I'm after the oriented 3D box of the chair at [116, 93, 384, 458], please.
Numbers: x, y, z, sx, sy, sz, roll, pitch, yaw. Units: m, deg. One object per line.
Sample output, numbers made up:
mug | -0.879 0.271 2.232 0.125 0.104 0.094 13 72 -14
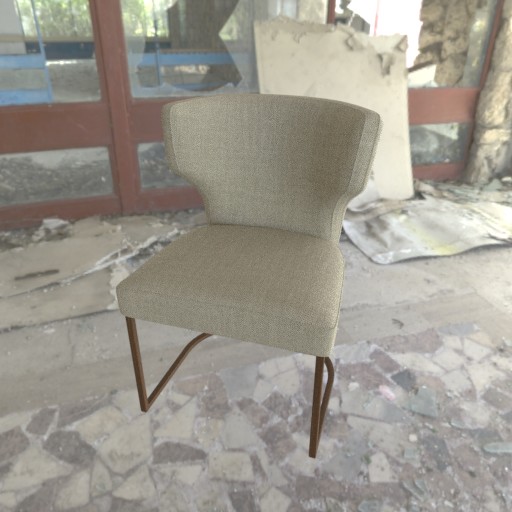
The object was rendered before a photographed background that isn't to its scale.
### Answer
chair | 0.000 0.000 1.284 0.611 0.824 0.617 9 29 16
